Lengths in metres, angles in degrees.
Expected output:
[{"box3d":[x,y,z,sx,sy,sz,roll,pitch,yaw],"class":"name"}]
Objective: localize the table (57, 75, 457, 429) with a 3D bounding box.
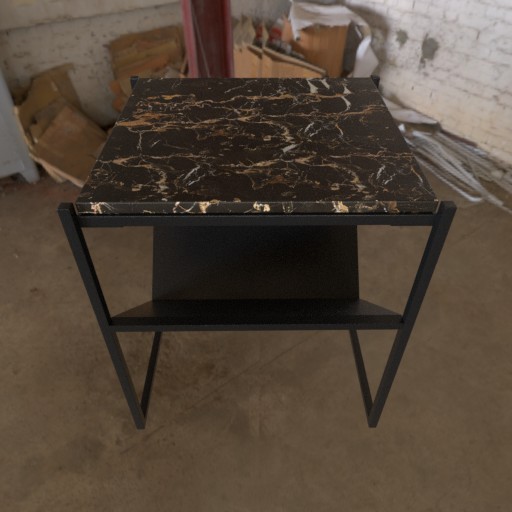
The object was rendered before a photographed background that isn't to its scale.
[{"box3d":[0.000,0.000,0.855,0.469,0.534,0.432,0,42,0],"class":"table"}]
